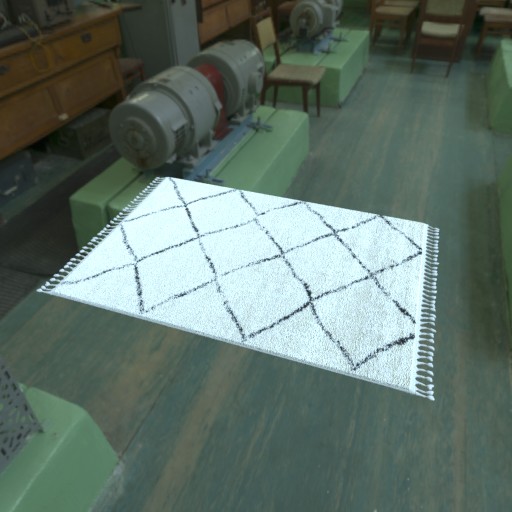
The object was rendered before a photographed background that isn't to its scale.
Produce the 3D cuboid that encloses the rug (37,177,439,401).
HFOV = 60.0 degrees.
[{"bbox_3d":[0.000,0.000,2.940,2.307,0.031,1.494,12,41,15],"label":"rug"}]
